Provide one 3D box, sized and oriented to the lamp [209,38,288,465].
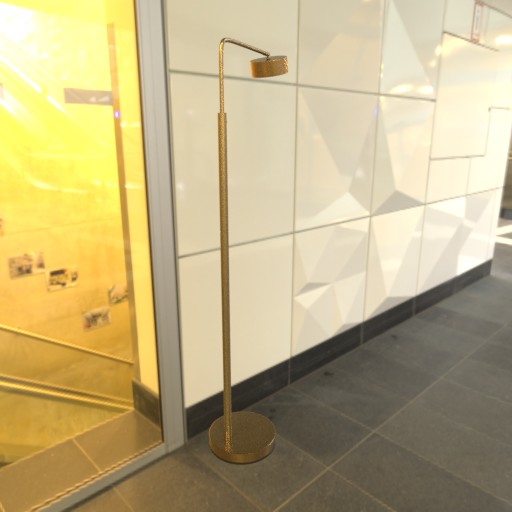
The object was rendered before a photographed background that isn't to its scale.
[{"bbox_3d":[0.000,0.000,1.398,0.219,1.230,0.418,8,17,26],"label":"lamp"}]
